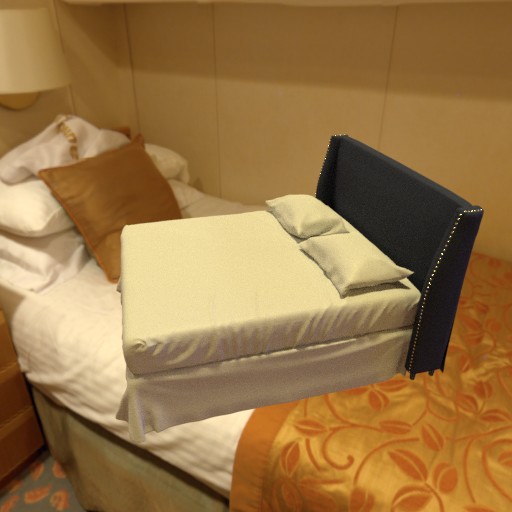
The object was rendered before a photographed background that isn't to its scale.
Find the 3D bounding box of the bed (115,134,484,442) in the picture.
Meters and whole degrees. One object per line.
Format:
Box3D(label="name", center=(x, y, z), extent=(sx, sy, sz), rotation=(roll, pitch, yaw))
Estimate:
Box3D(label="bed", center=(0.000, 0.000, 3.427), extent=(2.276, 1.332, 1.925), rotation=(-7, 30, -13))
